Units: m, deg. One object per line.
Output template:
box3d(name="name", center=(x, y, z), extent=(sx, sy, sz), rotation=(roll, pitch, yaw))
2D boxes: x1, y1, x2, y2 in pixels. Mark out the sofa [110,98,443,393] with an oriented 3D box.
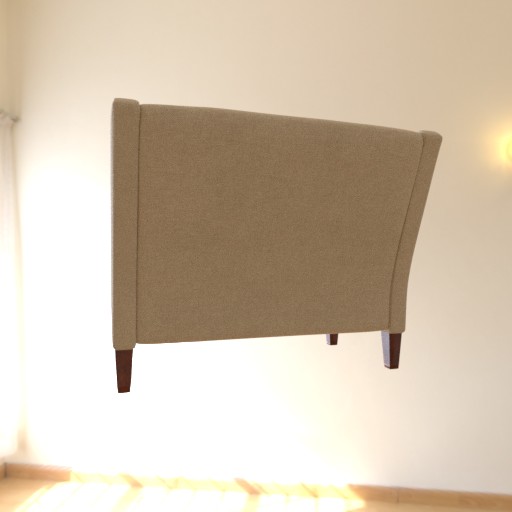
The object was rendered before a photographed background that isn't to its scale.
box3d(name="sofa", center=(0.000, 0.000, 1.947), extent=(1.212, 0.976, 0.946), rotation=(0, 0, -18))
